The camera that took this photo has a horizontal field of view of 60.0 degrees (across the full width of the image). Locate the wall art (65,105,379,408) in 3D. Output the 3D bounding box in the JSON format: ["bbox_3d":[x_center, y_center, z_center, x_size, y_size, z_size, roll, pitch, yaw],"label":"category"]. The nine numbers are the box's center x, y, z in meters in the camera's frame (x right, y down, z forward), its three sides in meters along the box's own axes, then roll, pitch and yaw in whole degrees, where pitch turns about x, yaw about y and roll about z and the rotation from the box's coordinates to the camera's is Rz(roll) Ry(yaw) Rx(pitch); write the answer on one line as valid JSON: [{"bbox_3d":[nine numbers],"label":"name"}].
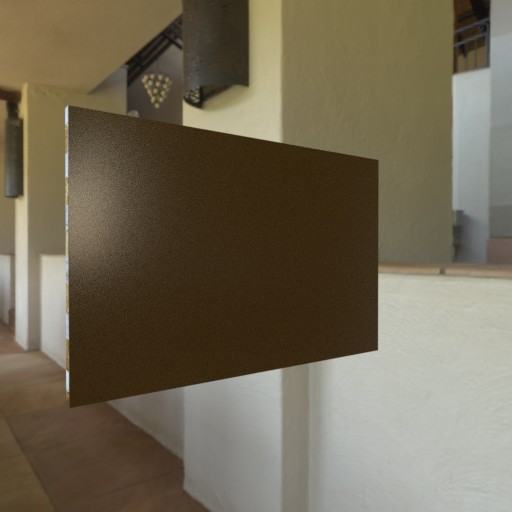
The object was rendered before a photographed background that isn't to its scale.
[{"bbox_3d":[0.000,0.000,1.166,0.932,0.610,0.027,0,1,-34],"label":"wall art"}]
